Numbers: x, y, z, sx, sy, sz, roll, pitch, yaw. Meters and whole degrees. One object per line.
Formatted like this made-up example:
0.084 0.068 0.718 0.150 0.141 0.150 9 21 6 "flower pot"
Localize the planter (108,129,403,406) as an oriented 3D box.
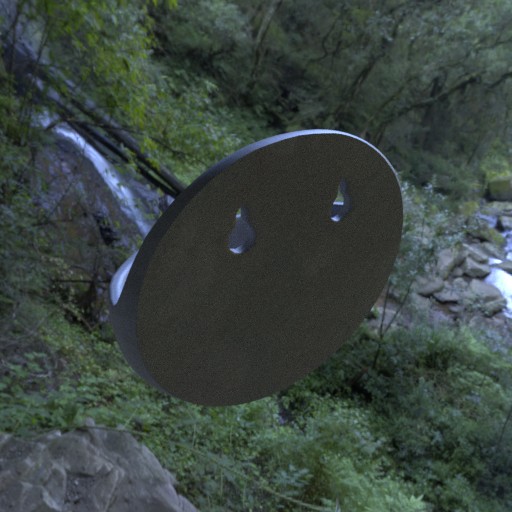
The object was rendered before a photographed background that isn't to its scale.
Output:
0.000 0.000 0.270 0.190 0.164 0.073 -19 35 -28 "planter"
